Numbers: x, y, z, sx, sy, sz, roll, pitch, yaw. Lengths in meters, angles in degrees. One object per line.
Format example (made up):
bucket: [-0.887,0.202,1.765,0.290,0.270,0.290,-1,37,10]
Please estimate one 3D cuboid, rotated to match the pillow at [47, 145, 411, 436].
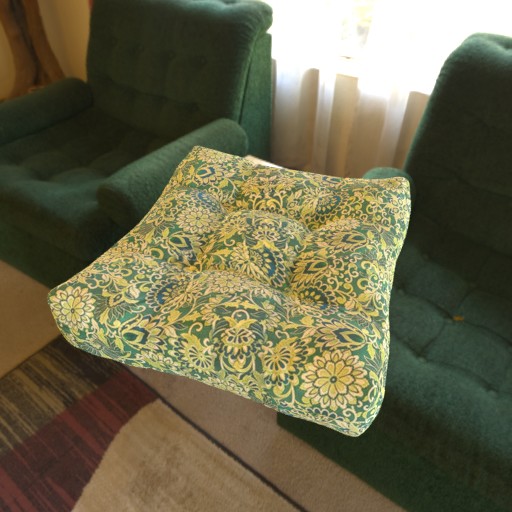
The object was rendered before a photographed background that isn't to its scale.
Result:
pillow: [0.000,0.000,0.743,0.468,0.128,0.490,13,43,14]
